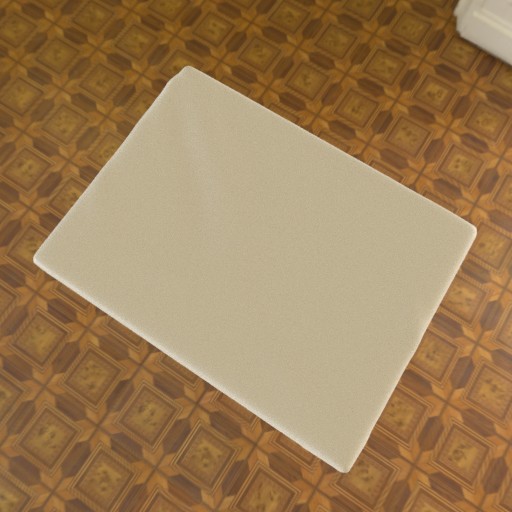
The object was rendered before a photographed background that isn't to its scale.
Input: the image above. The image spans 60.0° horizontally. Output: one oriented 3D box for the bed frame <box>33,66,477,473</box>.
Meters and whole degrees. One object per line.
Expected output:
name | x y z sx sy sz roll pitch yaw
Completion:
bed frame | 0.000 0.000 2.817 2.151 0.667 1.584 32 77 8
